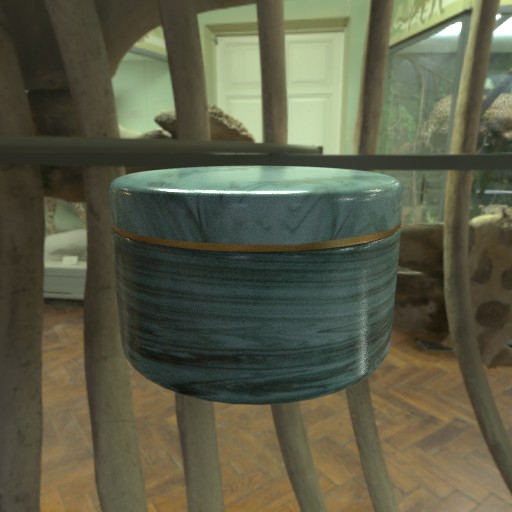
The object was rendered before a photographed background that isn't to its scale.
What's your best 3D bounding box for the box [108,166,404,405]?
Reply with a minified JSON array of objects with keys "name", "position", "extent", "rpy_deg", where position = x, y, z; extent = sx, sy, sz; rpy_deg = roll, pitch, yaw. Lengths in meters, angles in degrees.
[{"name":"box","position":[0.000,0.000,0.166],"extent":[0.101,0.063,0.101],"rpy_deg":[0,15,0]}]
